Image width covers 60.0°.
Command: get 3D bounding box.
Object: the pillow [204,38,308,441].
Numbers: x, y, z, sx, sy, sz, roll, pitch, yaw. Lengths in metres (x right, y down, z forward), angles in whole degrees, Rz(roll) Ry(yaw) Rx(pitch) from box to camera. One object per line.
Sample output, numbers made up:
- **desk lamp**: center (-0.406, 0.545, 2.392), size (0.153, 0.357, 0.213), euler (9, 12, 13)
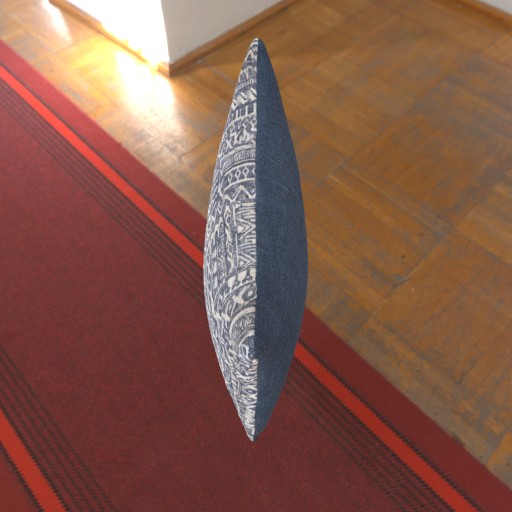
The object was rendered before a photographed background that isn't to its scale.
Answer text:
- **pillow**: center (0.000, 0.000, 0.785), size (0.180, 0.487, 0.546), euler (1, 59, 0)
